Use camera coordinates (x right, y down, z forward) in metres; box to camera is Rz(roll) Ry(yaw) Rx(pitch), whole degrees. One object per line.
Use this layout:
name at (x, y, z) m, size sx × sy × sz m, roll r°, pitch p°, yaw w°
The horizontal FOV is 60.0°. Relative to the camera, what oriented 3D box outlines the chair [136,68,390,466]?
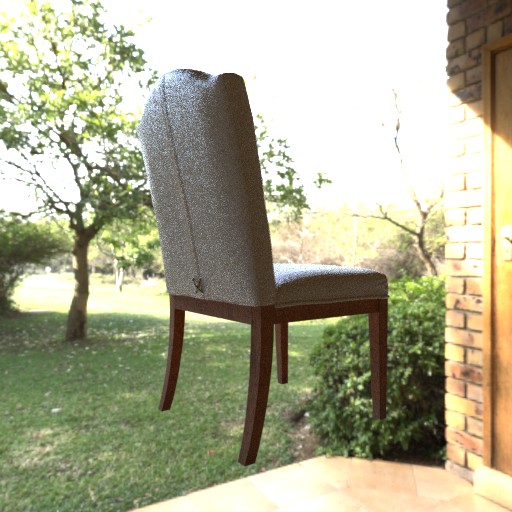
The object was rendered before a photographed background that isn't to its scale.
chair at (0.000, 0.000, 1.396) m, size 0.648 × 1.012 × 0.534 m, roll 0°, pitch 0°, yaw -36°
